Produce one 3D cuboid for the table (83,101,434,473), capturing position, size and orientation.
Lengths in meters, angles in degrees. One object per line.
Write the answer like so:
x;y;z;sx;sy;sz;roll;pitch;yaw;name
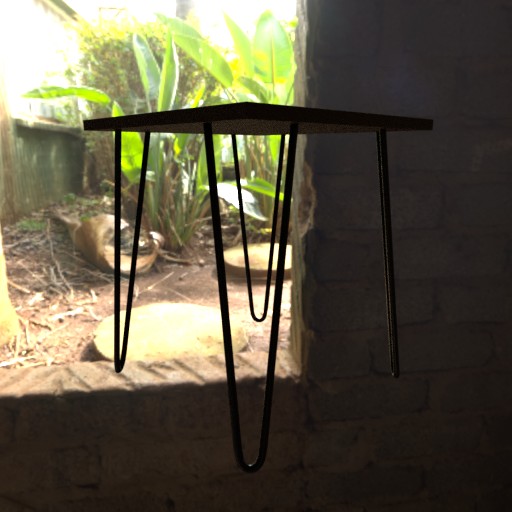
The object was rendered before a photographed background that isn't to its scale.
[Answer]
0.000;0.000;0.950;0.495;0.559;0.495;-12;18;-42;table
